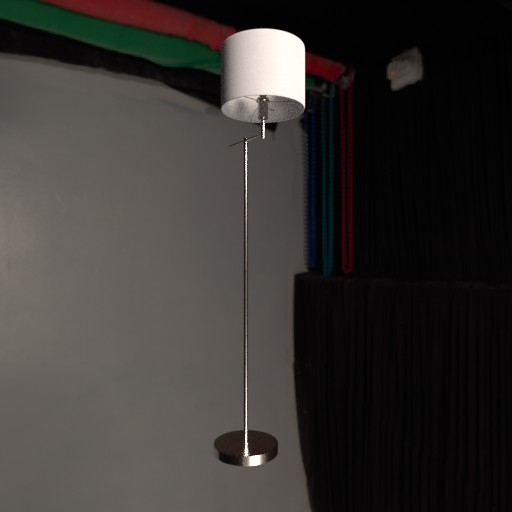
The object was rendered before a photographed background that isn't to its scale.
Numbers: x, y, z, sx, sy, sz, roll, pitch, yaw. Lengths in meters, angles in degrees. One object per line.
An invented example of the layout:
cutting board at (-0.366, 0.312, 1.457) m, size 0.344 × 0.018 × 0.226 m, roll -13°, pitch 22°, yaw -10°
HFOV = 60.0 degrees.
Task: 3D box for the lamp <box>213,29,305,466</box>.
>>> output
lamp at (0.000, 0.000, 1.755) m, size 0.324 × 1.600 × 0.416 m, roll 0°, pitch 0°, yaw -35°
